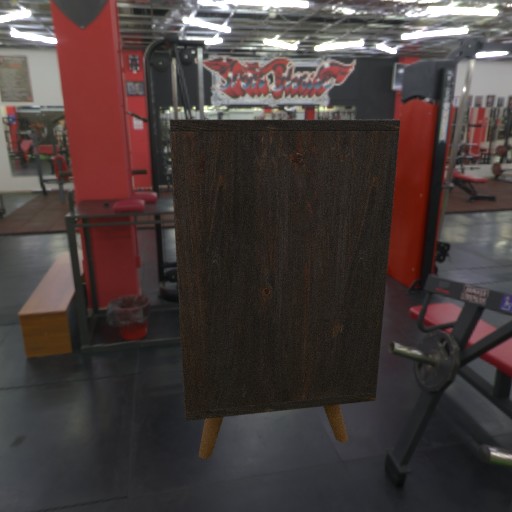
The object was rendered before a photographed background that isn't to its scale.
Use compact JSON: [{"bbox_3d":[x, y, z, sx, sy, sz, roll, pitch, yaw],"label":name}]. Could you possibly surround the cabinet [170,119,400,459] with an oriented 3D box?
[{"bbox_3d":[0.000,0.000,1.541,0.529,0.897,1.023,-3,17,-9],"label":"cabinet"}]
